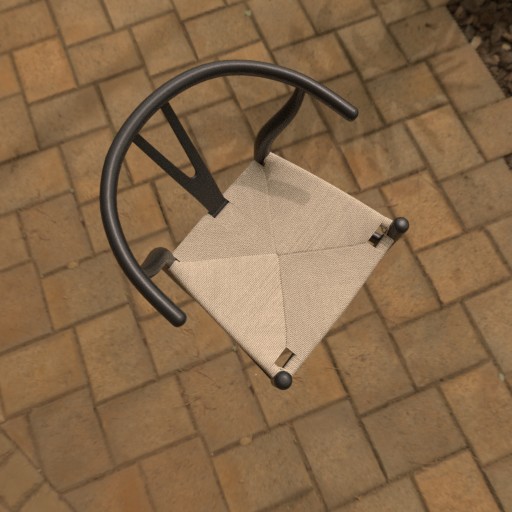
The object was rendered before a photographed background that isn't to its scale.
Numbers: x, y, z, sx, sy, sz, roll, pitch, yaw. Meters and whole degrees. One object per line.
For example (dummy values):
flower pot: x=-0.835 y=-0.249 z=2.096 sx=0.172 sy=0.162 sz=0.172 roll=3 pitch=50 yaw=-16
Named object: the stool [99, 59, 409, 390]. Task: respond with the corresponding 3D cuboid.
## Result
stool: x=0.000 y=0.000 z=1.276 sx=0.579 sy=0.970 sz=0.569 roll=38 pitch=78 yaw=9
